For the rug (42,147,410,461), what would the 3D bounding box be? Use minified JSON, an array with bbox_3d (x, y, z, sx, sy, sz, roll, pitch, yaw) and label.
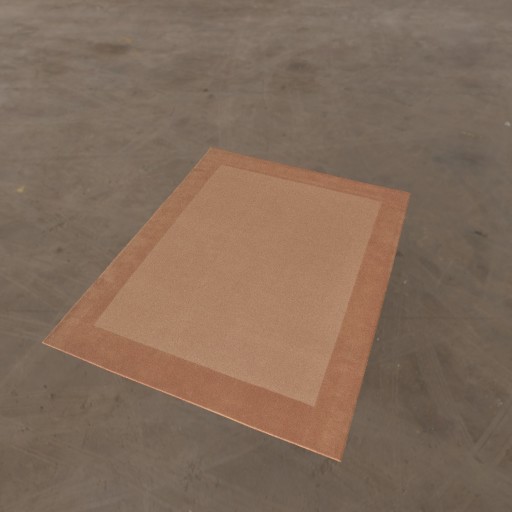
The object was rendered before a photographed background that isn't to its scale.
[{"bbox_3d":[0.000,0.000,4.176,2.431,0.021,3.057,16,48,15],"label":"rug"}]
